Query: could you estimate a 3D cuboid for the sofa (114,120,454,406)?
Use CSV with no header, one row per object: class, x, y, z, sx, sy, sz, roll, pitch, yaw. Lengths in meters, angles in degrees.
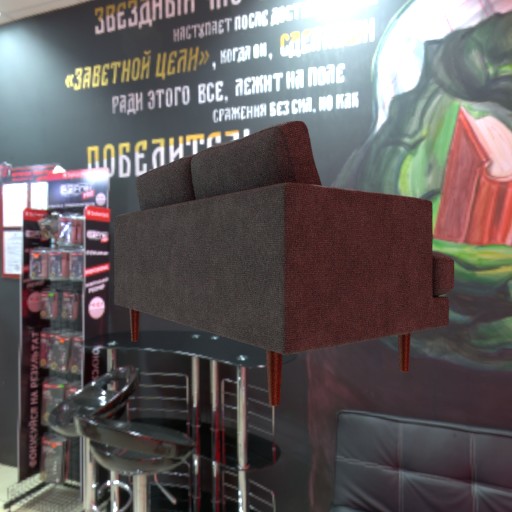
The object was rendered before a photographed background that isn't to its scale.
sofa,0.000,0.000,2.179,0.903,0.956,1.582,-1,1,-36
